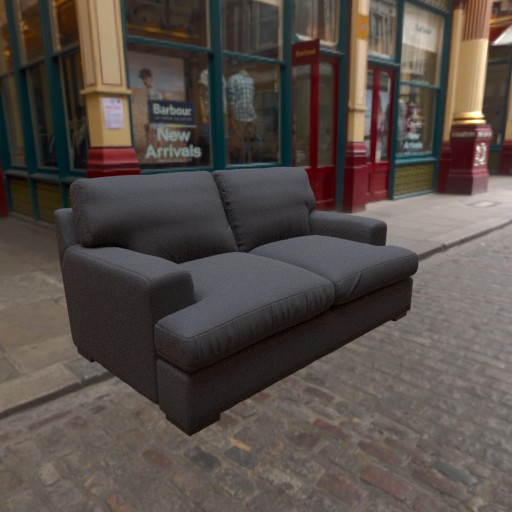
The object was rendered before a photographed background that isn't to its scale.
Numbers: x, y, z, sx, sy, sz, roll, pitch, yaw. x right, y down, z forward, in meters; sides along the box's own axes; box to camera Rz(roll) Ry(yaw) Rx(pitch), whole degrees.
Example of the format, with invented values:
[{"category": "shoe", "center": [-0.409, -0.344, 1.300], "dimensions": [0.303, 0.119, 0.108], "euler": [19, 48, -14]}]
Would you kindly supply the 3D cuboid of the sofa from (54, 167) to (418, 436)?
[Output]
[{"category": "sofa", "center": [0.000, 0.000, 2.557], "dimensions": [1.880, 0.940, 1.143], "euler": [-14, 20, -43]}]
